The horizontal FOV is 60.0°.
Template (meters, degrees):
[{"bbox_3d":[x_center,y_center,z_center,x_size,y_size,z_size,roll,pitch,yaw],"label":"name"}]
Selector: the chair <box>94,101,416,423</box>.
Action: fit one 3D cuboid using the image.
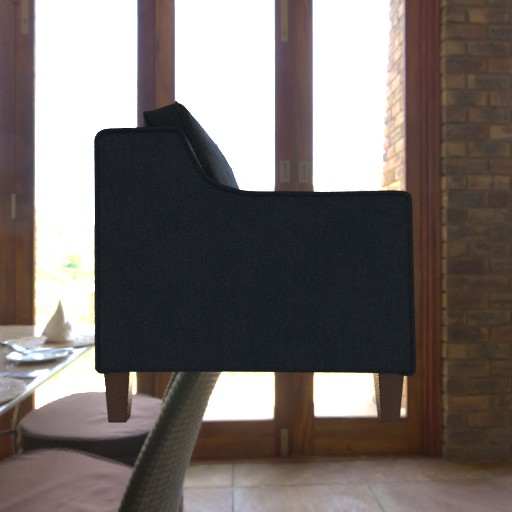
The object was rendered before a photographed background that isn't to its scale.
[{"bbox_3d":[0.000,0.000,1.642,0.909,0.960,0.831,0,-1,0],"label":"chair"}]
